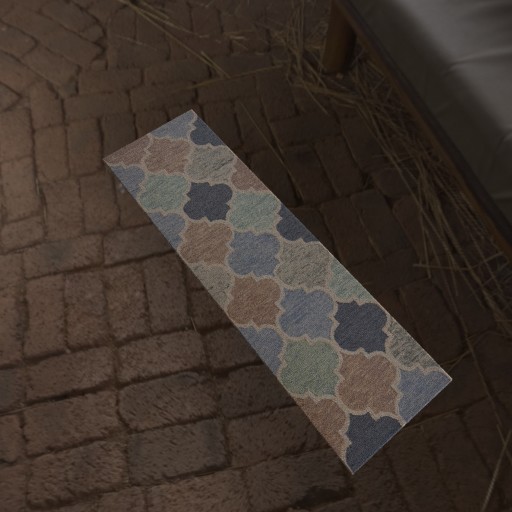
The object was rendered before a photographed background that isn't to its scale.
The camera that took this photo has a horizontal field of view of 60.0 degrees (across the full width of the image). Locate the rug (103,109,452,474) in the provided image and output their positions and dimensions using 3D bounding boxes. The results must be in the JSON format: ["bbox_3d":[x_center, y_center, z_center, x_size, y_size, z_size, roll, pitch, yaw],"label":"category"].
[{"bbox_3d":[0.000,0.000,2.509,0.687,0.011,2.287,-35,69,-16],"label":"rug"}]
